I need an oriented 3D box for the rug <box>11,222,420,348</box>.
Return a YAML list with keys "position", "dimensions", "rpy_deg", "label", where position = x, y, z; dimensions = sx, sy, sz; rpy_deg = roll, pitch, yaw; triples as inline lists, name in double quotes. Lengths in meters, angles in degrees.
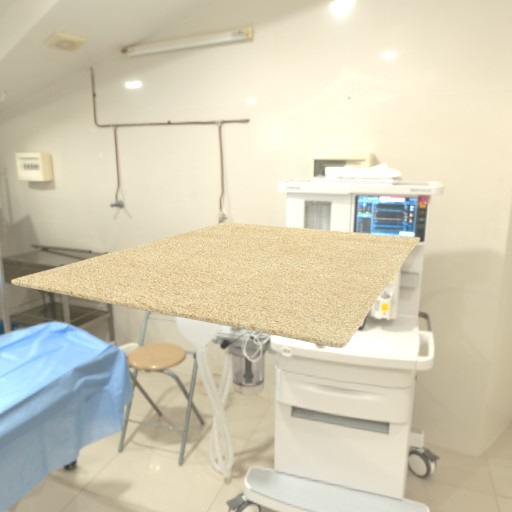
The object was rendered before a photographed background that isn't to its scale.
- position: [0.000, 0.000, 3.889]
  dimensions: [2.401, 0.025, 3.001]
  rpy_deg: [6, 15, 26]
  label: "rug"
